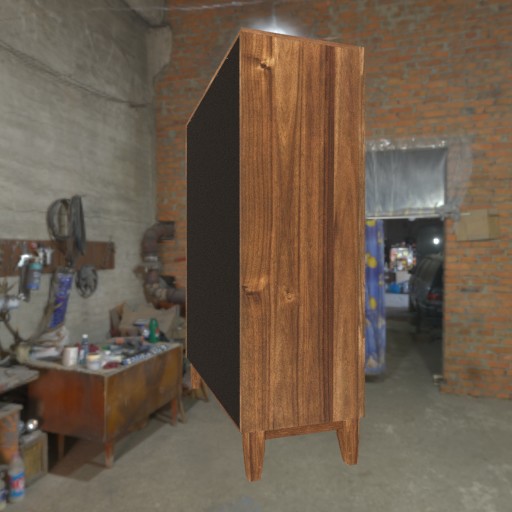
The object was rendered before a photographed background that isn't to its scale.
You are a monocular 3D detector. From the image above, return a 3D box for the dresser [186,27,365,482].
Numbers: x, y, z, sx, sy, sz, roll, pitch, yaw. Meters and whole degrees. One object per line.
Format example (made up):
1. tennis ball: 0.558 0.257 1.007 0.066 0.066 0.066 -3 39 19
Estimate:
1. dresser: 0.000 0.000 1.919 0.442 1.393 1.062 0 0 -18
